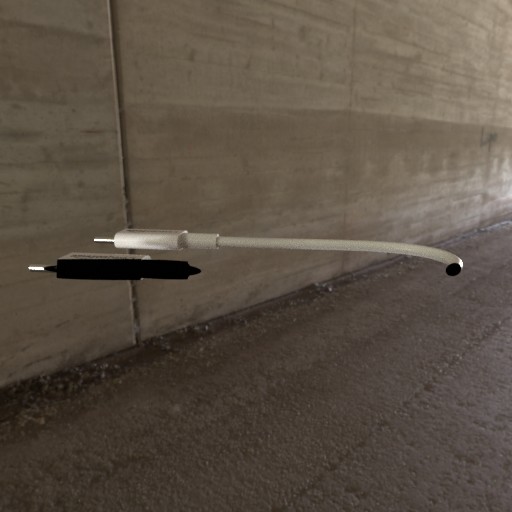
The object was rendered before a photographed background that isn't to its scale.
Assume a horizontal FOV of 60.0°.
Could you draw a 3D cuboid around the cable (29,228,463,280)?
[{"bbox_3d":[0.000,0.000,0.112,0.098,0.005,0.041,2,15,8],"label":"cable"}]
